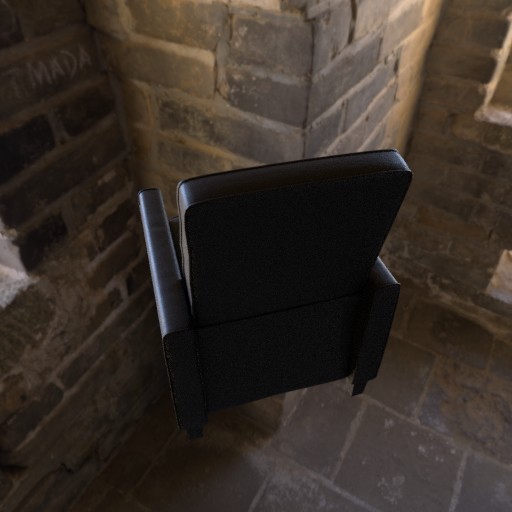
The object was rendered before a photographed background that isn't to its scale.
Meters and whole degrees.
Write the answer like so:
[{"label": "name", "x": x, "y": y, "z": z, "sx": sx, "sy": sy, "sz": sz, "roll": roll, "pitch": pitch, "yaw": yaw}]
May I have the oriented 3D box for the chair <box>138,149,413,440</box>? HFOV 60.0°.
[{"label": "chair", "x": 0.000, "y": 0.000, "z": 1.489, "sx": 0.705, "sy": 1.013, "sz": 0.746, "roll": -11, "pitch": 41, "yaw": -13}]
